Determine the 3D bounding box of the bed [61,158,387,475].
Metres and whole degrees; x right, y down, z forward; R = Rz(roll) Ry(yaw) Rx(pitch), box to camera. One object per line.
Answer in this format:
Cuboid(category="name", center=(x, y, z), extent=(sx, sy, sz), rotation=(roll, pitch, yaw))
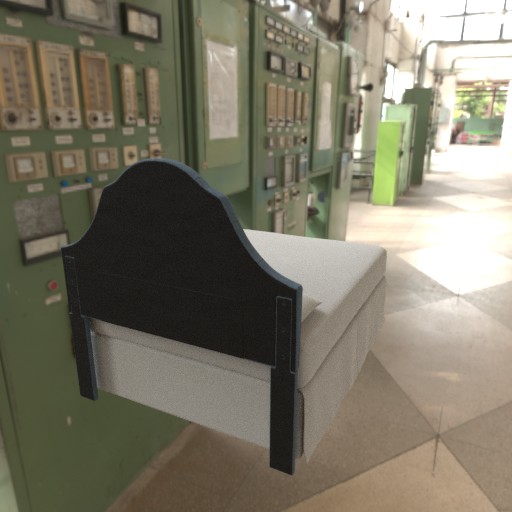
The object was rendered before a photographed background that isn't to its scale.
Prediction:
Cuboid(category="bed", center=(0.000, 0.000, 3.300), extent=(1.636, 1.575, 2.155), rotation=(9, 19, 26))
